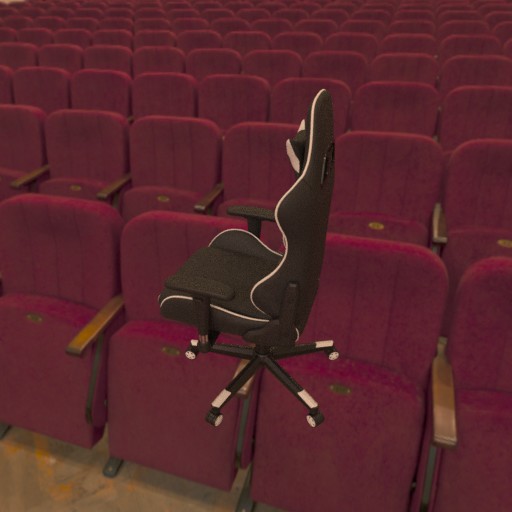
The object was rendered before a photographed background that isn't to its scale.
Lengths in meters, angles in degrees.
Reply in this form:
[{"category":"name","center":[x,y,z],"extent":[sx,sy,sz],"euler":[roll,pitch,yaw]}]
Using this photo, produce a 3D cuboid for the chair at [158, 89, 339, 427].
[{"category":"chair","center":[0.000,0.000,1.712],"extent":[0.700,1.240,0.700],"euler":[9,33,15]}]
